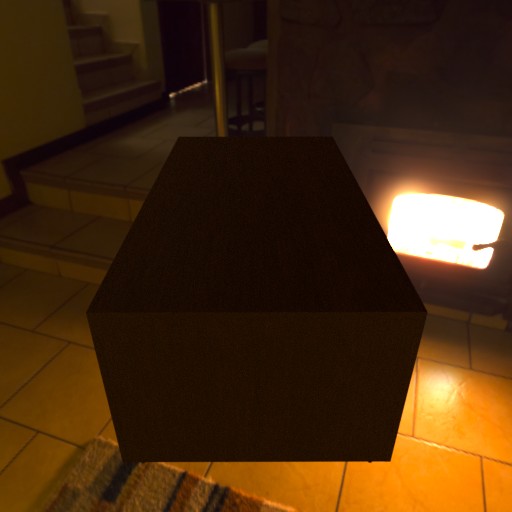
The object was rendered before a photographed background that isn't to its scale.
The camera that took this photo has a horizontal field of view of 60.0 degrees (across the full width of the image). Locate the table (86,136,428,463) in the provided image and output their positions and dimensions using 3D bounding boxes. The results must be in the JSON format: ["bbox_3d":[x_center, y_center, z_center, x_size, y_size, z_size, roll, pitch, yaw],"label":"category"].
[{"bbox_3d":[0.000,0.000,1.354,0.597,0.424,1.099,0,31,0],"label":"table"}]
